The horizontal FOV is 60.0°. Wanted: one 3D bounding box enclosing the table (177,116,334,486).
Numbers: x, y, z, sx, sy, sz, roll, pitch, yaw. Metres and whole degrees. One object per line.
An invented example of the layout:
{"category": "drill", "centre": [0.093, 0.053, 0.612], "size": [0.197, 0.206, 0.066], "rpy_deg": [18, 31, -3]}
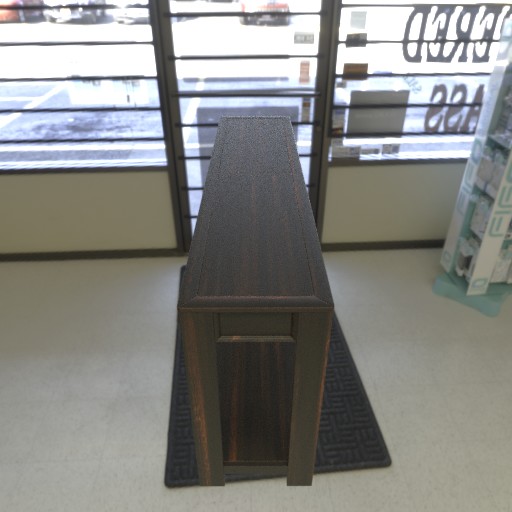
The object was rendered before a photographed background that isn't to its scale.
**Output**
{"category": "table", "centre": [0.000, 0.000, 1.940], "size": [0.384, 0.762, 1.631], "rpy_deg": [0, 33, 0]}
